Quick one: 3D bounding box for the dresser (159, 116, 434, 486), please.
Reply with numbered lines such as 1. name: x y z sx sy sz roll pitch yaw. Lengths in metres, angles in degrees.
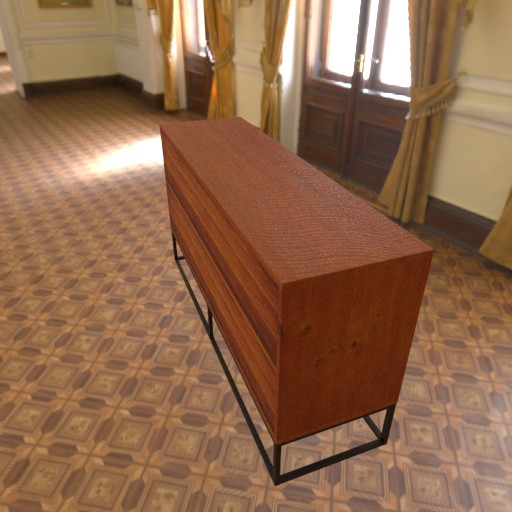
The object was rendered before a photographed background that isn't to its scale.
1. dresser: 0.000 0.000 1.931 0.464 0.810 1.536 -11 33 -18
